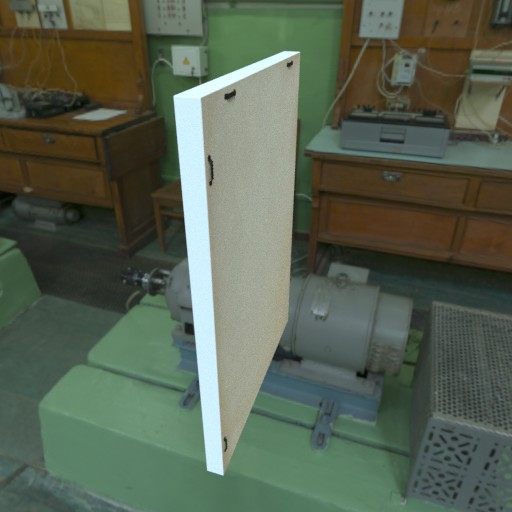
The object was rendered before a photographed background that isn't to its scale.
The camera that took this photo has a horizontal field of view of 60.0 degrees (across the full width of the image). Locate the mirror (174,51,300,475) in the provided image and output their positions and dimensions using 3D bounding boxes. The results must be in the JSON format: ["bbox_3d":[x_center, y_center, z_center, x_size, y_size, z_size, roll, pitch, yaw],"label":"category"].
[{"bbox_3d":[0.000,0.000,0.901,0.040,0.710,0.507,9,32,15],"label":"mirror"}]
